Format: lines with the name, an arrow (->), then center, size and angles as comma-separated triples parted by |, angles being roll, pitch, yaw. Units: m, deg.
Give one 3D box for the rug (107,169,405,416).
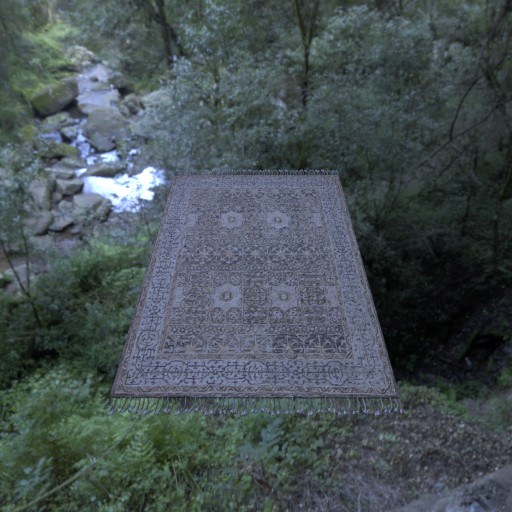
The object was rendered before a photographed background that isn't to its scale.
rug -> 0.000, 0.000, 2.592 | 1.237, 0.010, 2.029 | 0, 40, 0
